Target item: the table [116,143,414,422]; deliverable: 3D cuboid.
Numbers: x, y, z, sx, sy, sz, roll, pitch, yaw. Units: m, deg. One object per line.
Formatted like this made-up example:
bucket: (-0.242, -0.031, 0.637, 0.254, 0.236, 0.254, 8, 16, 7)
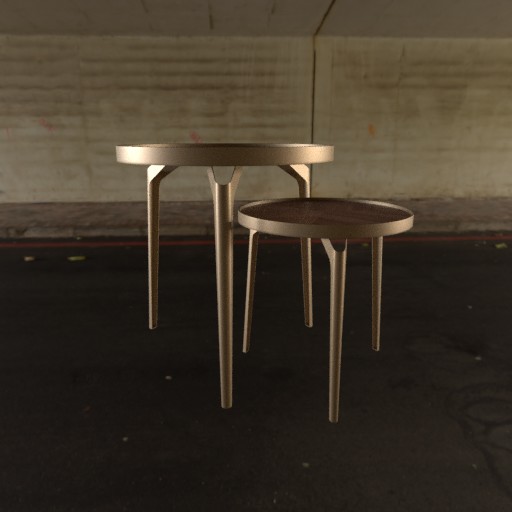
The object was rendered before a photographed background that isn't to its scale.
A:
table: (0.000, 0.000, 1.144, 0.751, 0.555, 0.532, 8, 17, 27)
